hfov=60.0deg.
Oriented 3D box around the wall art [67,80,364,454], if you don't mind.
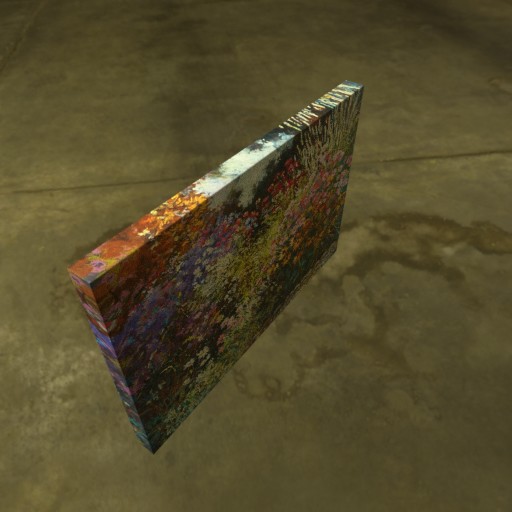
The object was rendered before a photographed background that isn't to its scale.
[{"bbox_3d":[0.000,0.000,0.769,0.037,0.406,0.610,27,49,26],"label":"wall art"}]
